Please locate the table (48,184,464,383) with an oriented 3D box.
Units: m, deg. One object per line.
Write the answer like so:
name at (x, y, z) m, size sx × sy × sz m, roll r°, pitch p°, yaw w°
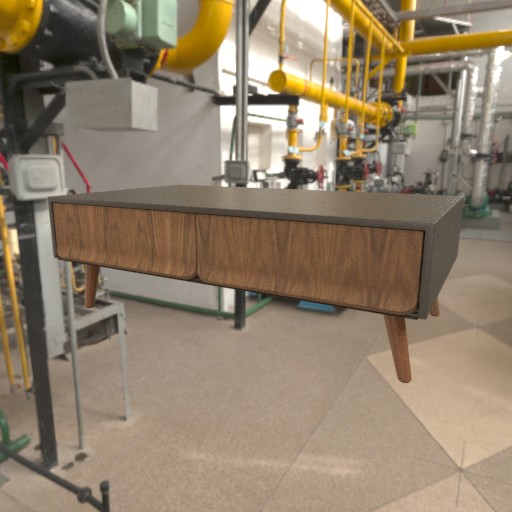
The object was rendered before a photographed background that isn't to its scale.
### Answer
table at (0.000, 0.000, 1.512) m, size 1.201 × 0.404 × 0.703 m, roll 7°, pitch 15°, yaw 28°
